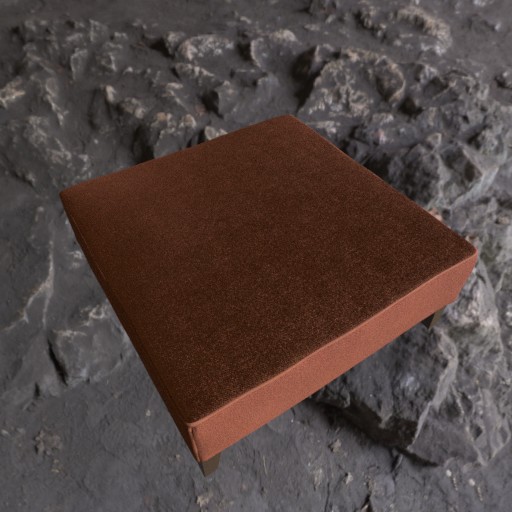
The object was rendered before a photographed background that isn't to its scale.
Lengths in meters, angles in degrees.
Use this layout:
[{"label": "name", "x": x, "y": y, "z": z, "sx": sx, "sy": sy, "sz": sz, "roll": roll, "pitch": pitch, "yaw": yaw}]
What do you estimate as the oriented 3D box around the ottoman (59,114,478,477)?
[{"label": "ottoman", "x": 0.000, "y": 0.000, "z": 1.536, "sx": 0.997, "sy": 0.438, "sz": 0.999, "roll": -25, "pitch": 51, "yaw": -22}]
